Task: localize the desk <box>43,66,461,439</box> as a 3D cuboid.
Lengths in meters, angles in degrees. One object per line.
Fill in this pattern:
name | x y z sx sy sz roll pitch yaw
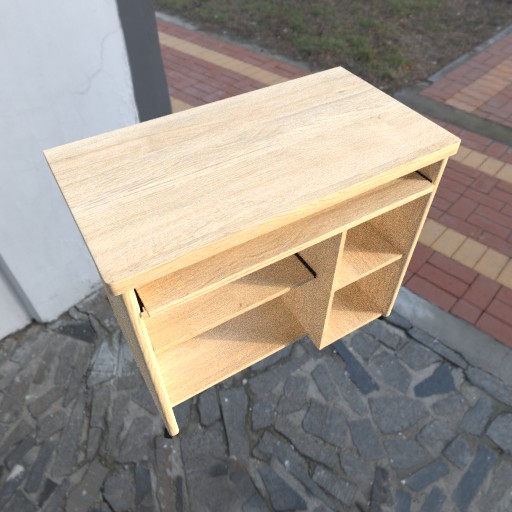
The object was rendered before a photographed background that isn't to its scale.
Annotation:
desk | 0.000 0.000 1.338 0.885 0.770 0.480 -24 51 -20
